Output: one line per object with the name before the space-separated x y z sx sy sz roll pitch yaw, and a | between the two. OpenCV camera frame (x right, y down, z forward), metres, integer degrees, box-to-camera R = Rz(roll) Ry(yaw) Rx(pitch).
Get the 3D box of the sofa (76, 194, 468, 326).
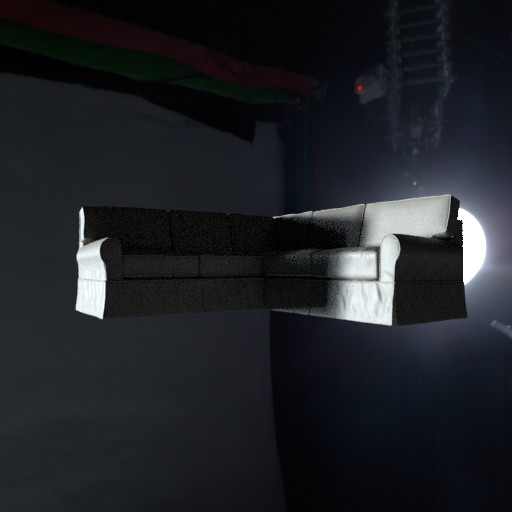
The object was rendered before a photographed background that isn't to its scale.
sofa | 0.000 0.000 4.091 2.618 1.081 2.623 1 -2 -35
